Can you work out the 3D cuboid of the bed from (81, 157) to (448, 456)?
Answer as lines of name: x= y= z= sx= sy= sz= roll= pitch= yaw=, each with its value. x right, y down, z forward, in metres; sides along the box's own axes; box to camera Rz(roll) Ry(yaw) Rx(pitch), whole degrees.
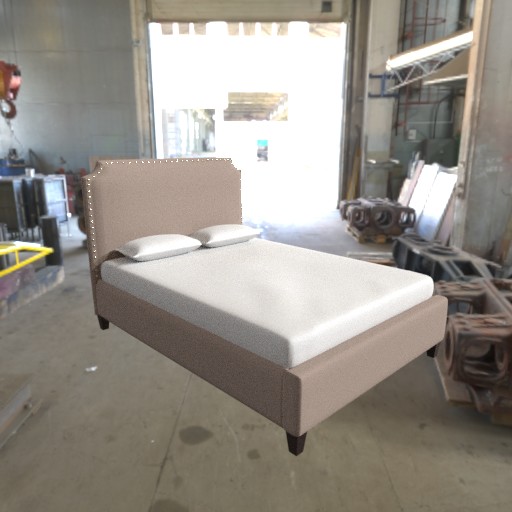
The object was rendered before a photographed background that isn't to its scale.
bed: x=0.000 y=0.000 z=3.472 sx=1.713 sy=1.443 sz=2.372 roll=-13 pitch=19 yaw=-42
